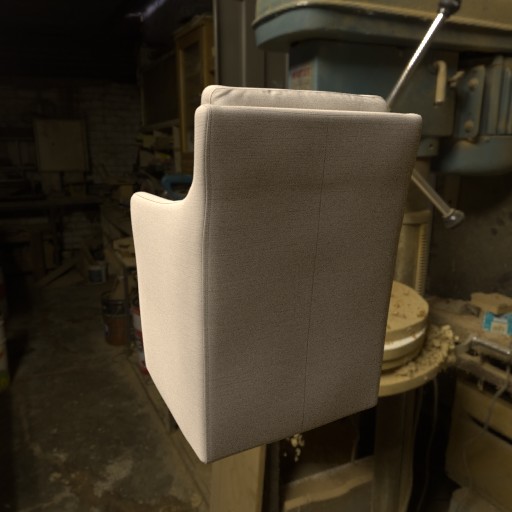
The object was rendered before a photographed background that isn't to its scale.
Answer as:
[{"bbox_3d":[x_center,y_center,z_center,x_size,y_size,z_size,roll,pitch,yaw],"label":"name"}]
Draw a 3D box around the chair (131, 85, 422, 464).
[{"bbox_3d":[0.000,0.000,1.354,0.626,0.914,0.694,-7,16,-27],"label":"chair"}]
